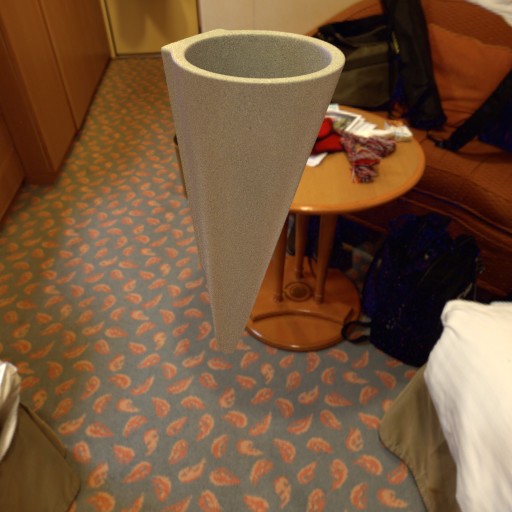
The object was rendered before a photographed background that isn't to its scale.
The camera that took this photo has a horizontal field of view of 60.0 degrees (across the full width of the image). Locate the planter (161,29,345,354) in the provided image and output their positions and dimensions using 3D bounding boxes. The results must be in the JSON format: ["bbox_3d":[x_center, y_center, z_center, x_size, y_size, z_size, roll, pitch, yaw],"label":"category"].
[{"bbox_3d":[0.000,0.000,0.220,0.064,0.191,0.057,27,47,27],"label":"planter"}]
